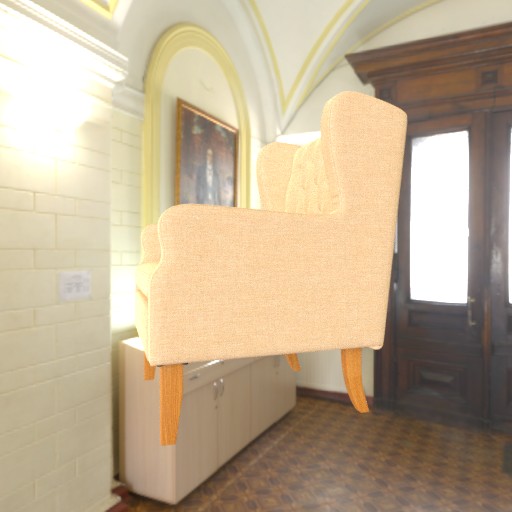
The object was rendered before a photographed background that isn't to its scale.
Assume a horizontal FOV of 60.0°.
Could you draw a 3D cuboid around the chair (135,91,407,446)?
[{"bbox_3d":[0.000,0.000,1.494,0.760,0.930,0.710,0,0,-18],"label":"chair"}]
